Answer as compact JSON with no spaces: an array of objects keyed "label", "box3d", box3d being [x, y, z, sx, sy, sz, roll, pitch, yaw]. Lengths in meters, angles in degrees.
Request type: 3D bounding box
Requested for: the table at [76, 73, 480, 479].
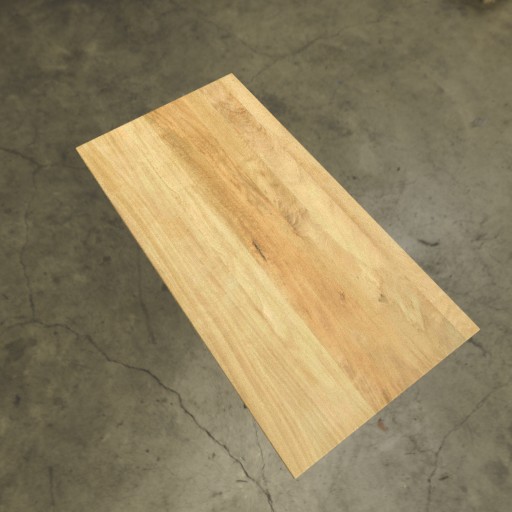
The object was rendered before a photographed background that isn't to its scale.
[{"label":"table","box3d":[0.000,0.000,1.667,0.699,0.400,1.348,-32,67,-15]}]
